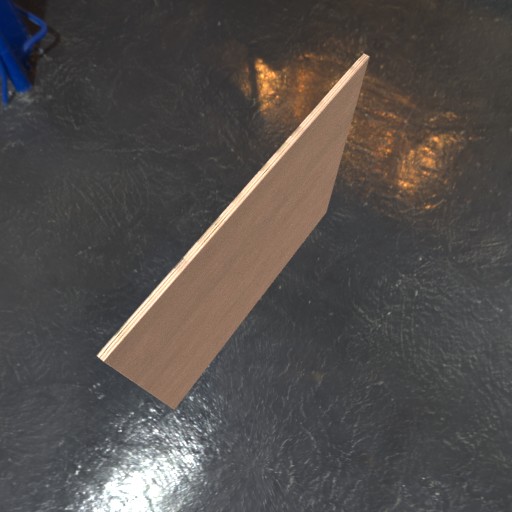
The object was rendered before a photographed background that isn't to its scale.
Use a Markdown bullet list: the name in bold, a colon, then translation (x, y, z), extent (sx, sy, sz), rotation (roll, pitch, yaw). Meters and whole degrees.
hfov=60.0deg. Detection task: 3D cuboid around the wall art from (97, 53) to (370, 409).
- **wall art**: translation (0.000, 0.000, 0.697), extent (0.010, 0.408, 0.508), rotation (33, 69, 15)
